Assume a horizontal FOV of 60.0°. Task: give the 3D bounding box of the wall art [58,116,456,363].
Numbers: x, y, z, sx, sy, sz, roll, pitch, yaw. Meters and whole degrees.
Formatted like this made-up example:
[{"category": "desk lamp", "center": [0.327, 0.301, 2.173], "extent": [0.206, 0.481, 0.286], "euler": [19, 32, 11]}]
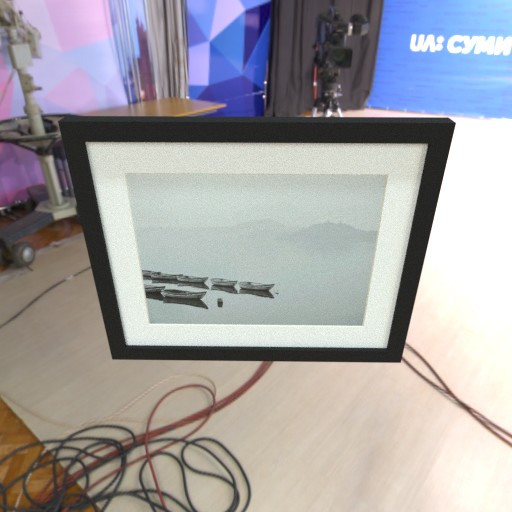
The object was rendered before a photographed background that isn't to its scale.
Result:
[{"category": "wall art", "center": [0.000, 0.000, 0.747], "extent": [0.554, 0.454, 0.030], "euler": [0, 31, 1]}]
